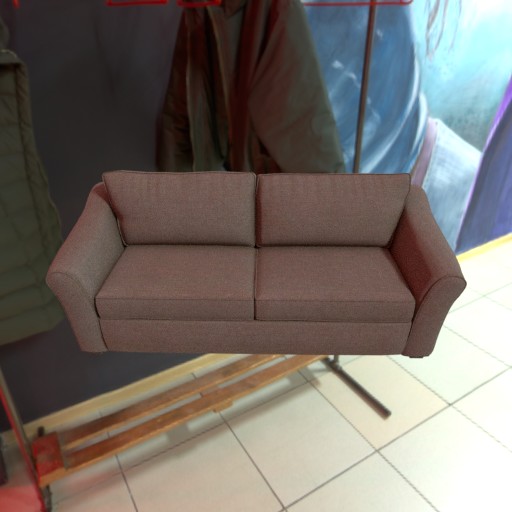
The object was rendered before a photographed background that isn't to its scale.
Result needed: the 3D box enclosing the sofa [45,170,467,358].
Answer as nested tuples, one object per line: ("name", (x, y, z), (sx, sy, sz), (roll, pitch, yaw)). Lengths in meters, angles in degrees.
("sofa", (0.000, 0.000, 2.769), (2.270, 0.906, 0.986), (1, 29, 1))
